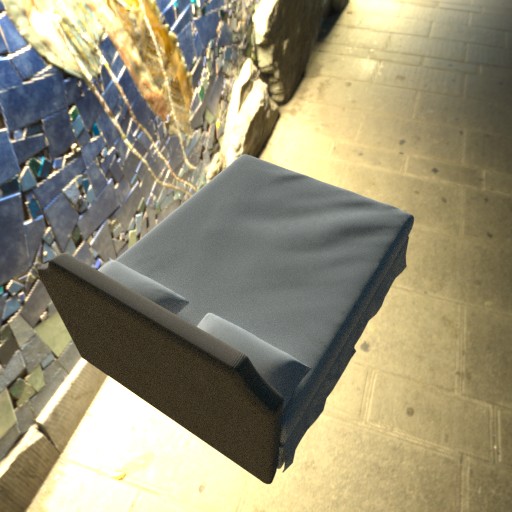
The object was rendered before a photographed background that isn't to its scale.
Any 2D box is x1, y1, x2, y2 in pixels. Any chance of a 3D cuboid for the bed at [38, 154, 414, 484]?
[{"bbox_3d":[0.000,0.000,3.571,1.977,1.293,2.498,25,51,22],"label":"bed"}]
